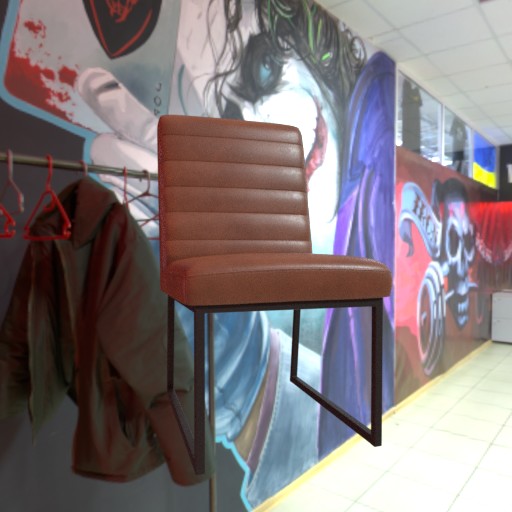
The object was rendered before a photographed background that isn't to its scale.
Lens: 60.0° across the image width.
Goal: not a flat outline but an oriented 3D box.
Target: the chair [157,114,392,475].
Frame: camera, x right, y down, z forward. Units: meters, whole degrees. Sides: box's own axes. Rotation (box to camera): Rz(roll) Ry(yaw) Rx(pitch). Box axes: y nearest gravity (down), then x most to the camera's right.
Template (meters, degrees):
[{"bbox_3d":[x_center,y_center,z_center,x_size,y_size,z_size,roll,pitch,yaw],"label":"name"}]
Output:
[{"bbox_3d":[0.000,0.000,1.297,0.520,0.930,0.634,0,2,-18],"label":"chair"}]
